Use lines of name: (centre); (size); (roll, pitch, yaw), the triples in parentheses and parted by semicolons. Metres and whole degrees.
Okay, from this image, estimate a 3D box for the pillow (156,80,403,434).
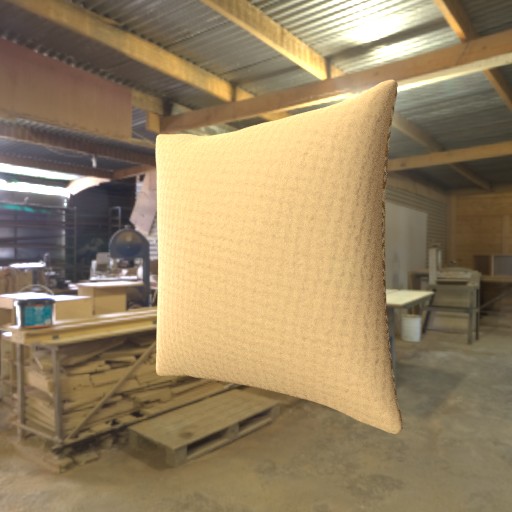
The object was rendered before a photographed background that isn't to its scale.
pillow: (0.000, 0.000, 0.629); (0.419, 0.407, 0.173); (0, 1, 37)
